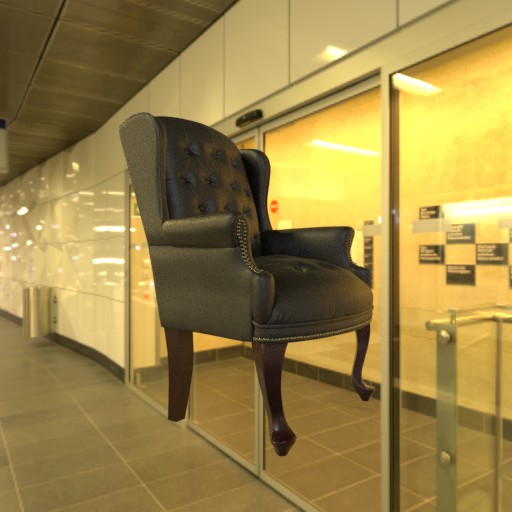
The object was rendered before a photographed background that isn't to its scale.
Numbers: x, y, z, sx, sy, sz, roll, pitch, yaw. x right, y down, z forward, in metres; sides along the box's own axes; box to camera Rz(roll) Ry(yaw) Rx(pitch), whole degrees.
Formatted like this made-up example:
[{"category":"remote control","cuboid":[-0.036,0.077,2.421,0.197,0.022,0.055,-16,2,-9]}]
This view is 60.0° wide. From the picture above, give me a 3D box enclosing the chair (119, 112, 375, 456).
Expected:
[{"category":"chair","cuboid":[0.000,0.000,1.688,0.822,1.133,0.831,0,0,36]}]
